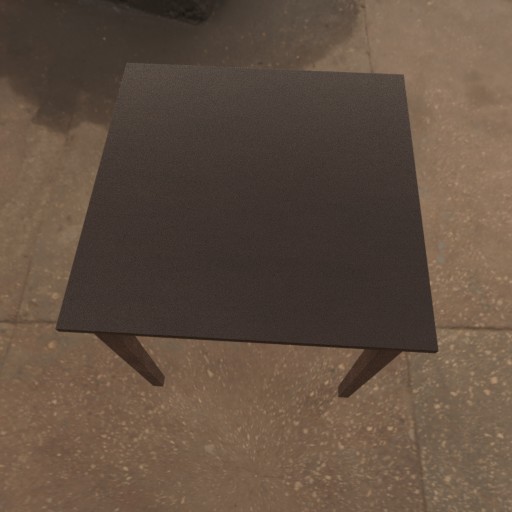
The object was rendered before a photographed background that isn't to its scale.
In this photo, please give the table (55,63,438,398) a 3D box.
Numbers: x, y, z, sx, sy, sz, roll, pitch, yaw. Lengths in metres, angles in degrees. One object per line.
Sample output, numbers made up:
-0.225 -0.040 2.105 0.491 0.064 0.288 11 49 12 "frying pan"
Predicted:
0.000 0.000 1.374 0.749 0.770 0.749 3 64 1 "table"
